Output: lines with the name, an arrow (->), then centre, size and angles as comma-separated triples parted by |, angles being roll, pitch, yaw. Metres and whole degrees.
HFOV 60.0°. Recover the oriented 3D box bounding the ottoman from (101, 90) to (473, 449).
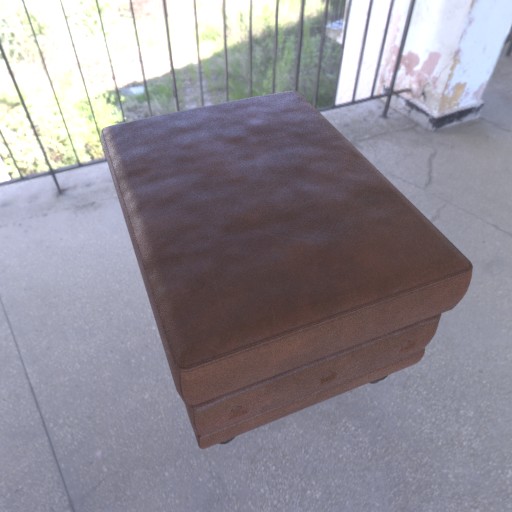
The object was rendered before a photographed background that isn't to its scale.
ottoman -> 0.000, 0.000, 1.161 | 0.588, 0.509, 0.795 | -16, 48, -15
